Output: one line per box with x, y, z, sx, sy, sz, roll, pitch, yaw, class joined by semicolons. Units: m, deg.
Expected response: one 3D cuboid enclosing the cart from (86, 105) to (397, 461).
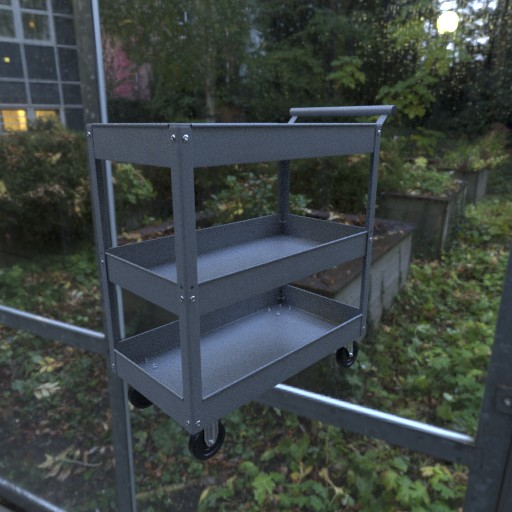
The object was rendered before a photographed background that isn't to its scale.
0.000;0.000;1.197;0.719;0.780;0.366;-16;23;-42;cart
